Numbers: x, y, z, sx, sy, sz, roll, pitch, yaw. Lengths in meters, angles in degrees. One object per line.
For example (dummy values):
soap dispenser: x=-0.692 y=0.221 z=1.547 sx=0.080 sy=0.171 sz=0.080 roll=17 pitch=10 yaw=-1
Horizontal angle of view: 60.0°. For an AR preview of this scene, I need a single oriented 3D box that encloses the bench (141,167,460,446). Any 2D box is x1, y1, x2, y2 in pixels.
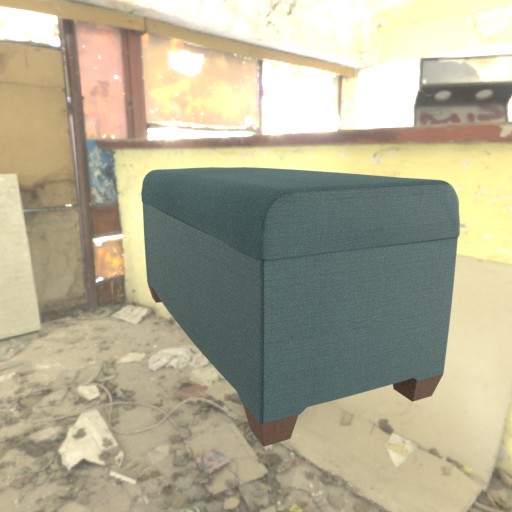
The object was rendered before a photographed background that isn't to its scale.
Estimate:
bench: x=0.000 y=0.000 z=1.245 sx=0.476 sy=0.474 sz=0.995 roll=-6 pitch=14 yaw=-24
